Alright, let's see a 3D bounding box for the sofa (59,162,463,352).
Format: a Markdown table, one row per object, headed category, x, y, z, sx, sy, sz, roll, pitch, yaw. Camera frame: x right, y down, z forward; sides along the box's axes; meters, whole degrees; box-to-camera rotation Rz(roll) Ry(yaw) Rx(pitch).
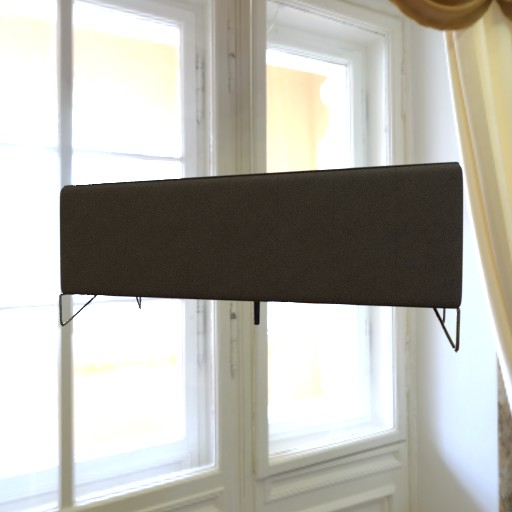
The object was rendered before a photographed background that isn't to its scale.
| category | x | y | z | sx | sy | sz | roll | pitch | yaw |
| --- | --- | --- | --- | --- | --- | --- | --- | --- | --- |
| sofa | 0.000 | 0.000 | 2.532 | 2.087 | 0.789 | 0.867 | 0 | 0 | 19 |
